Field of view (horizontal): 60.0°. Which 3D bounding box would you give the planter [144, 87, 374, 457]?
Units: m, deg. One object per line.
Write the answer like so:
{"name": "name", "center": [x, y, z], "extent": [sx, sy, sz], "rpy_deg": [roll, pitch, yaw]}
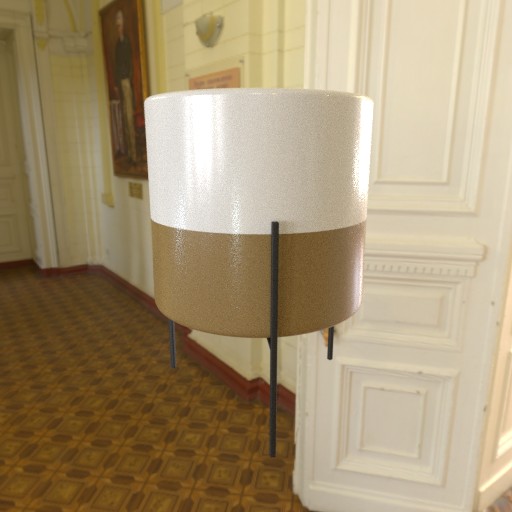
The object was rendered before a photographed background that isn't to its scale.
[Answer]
{"name": "planter", "center": [0.000, 0.000, 0.648], "extent": [0.310, 0.432, 0.310], "rpy_deg": [2, 15, 9]}
